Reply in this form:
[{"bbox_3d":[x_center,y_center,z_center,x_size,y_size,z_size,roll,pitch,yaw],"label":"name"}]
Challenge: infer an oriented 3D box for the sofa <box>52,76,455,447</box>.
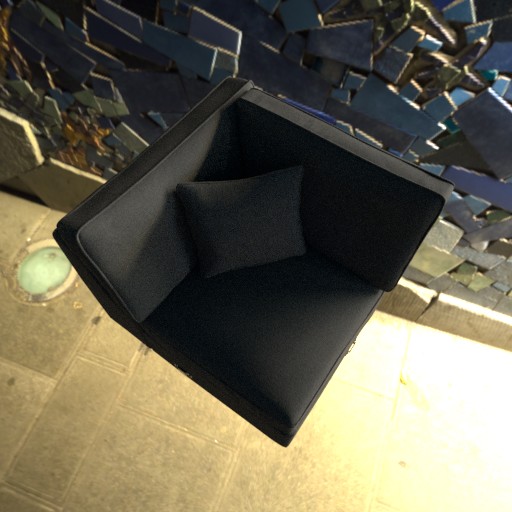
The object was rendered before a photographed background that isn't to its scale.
[{"bbox_3d":[0.000,0.000,1.946,1.146,1.002,1.084,31,64,17],"label":"sofa"}]
